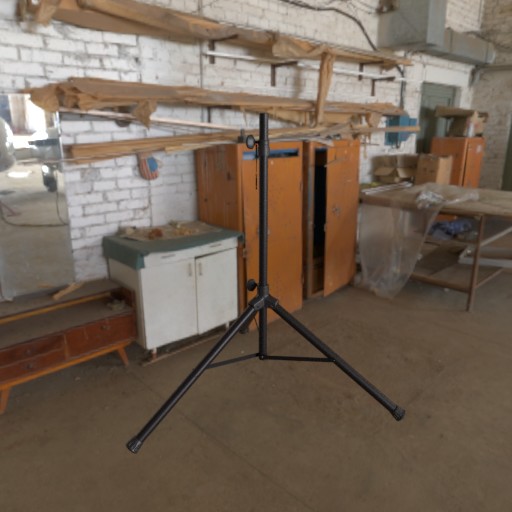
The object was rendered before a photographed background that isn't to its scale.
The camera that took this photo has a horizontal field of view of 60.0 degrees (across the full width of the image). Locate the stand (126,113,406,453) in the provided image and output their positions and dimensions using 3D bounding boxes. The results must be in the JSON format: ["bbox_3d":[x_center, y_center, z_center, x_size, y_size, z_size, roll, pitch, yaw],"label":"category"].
[{"bbox_3d":[0.000,0.000,1.864,1.045,1.136,0.907,-2,17,-8],"label":"stand"}]
